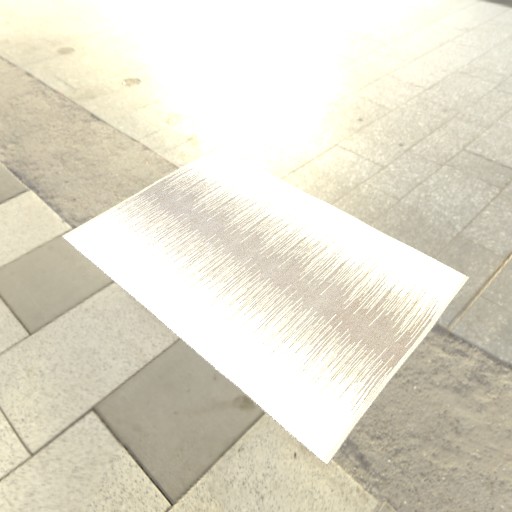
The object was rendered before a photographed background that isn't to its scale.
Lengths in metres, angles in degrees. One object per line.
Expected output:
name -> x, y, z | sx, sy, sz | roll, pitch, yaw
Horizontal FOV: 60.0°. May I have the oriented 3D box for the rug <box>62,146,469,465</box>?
rug -> 0.000, 0.000, 2.351 | 1.815, 0.007, 1.226 | 33, 55, 28
